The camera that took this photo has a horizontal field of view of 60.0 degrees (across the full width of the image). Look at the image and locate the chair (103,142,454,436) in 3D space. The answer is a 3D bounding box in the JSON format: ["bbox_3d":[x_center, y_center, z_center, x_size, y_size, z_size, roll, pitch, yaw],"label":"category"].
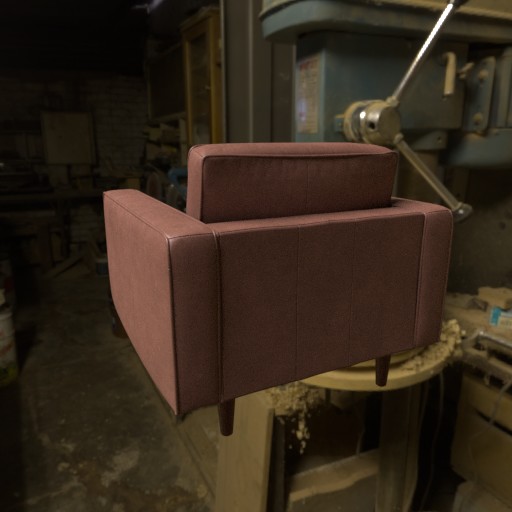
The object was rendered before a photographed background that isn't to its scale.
[{"bbox_3d":[0.000,0.000,1.545,0.920,0.770,0.900,-7,17,-26],"label":"chair"}]
